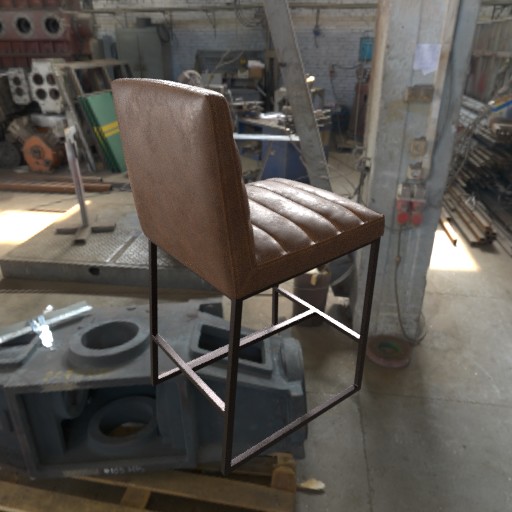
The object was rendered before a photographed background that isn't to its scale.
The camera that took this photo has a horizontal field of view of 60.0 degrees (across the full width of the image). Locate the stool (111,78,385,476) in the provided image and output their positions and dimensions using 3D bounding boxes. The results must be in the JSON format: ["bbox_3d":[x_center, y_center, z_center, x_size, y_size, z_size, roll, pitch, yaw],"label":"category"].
[{"bbox_3d":[0.000,0.000,1.246,0.562,0.942,0.463,-18,31,-33],"label":"stool"}]
